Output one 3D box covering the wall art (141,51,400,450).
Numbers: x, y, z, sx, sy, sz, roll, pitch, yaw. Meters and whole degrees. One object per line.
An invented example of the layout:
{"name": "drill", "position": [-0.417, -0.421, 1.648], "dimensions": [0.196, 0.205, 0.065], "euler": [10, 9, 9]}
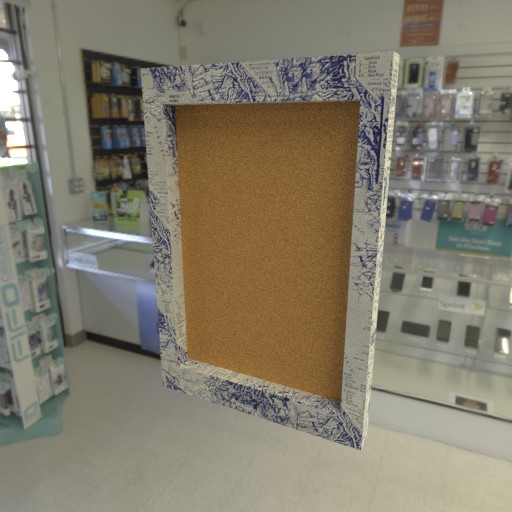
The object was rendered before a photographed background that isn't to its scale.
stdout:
{"name": "wall art", "position": [0.000, 0.000, 0.746], "dimensions": [0.408, 0.601, 0.040], "euler": [8, 19, 26]}
